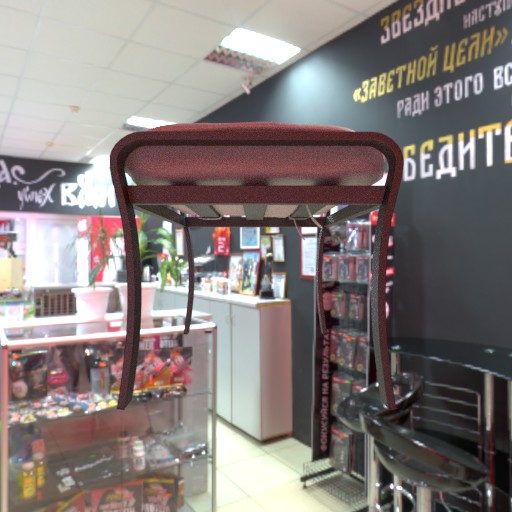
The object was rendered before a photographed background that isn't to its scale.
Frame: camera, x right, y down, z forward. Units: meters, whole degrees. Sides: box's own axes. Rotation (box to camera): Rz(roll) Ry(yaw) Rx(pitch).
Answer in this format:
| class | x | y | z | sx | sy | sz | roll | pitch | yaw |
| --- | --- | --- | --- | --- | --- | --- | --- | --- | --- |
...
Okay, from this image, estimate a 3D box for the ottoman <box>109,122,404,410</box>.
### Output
| class | x | y | z | sx | sy | sz | roll | pitch | yaw |
| --- | --- | --- | --- | --- | --- | --- | --- | --- | --- |
| ottoman | 0.000 | 0.000 | 0.914 | 0.406 | 0.422 | 0.610 | 0 | 0 | 0 |
